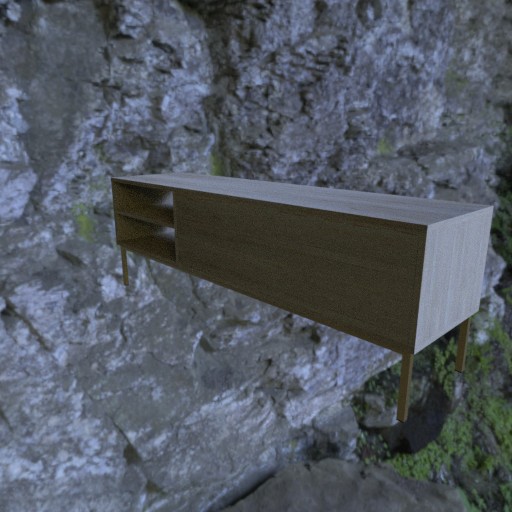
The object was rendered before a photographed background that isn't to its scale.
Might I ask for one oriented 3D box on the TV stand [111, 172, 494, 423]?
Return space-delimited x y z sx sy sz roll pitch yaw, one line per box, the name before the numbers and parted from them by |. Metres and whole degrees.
TV stand | 0.000 0.000 1.805 0.420 0.550 1.600 -14 21 -42
